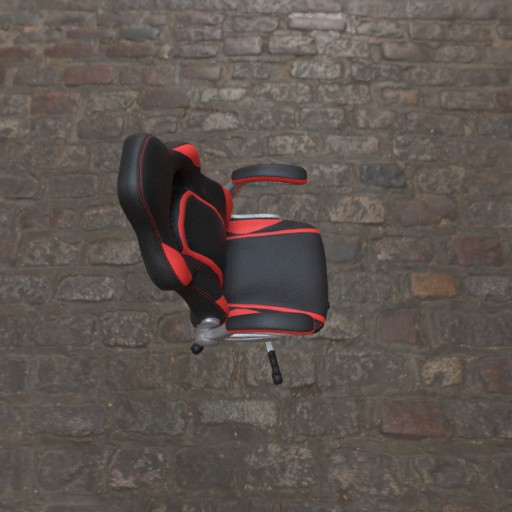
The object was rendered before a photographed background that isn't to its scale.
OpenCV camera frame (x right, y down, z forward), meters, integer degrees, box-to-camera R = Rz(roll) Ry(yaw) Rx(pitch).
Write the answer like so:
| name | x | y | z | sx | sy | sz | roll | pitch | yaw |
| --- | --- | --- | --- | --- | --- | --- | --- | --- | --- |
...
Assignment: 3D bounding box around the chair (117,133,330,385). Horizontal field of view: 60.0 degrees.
| name | x | y | z | sx | sy | sz | roll | pitch | yaw |
| --- | --- | --- | --- | --- | --- | --- | --- | --- | --- |
| chair | 0.000 | 0.000 | 1.649 | 0.712 | 1.165 | 0.758 | 0 | 65 | 0 |
